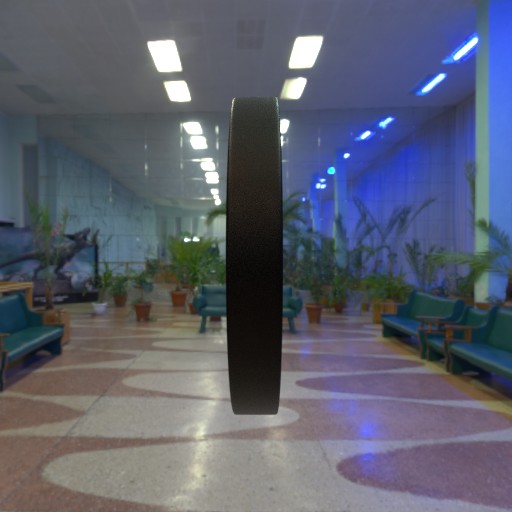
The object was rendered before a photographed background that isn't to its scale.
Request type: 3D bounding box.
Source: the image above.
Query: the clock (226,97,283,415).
[{"bbox_3d":[0.000,0.000,0.464,0.040,0.314,0.314,0,1,0],"label":"clock"}]
